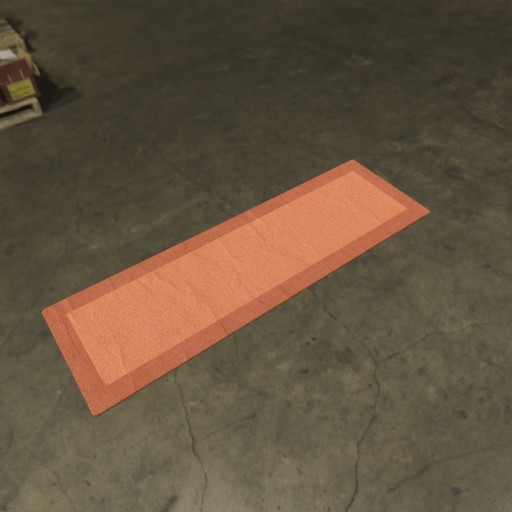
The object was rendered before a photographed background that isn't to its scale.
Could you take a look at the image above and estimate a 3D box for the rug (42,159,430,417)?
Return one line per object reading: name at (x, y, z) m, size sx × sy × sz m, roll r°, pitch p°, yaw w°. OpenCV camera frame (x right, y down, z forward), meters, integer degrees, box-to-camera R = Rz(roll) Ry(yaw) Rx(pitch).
rug at (0.000, 0.000, 2.756) m, size 2.471 × 0.013 × 0.914 m, roll -32°, pitch 55°, yaw -26°
